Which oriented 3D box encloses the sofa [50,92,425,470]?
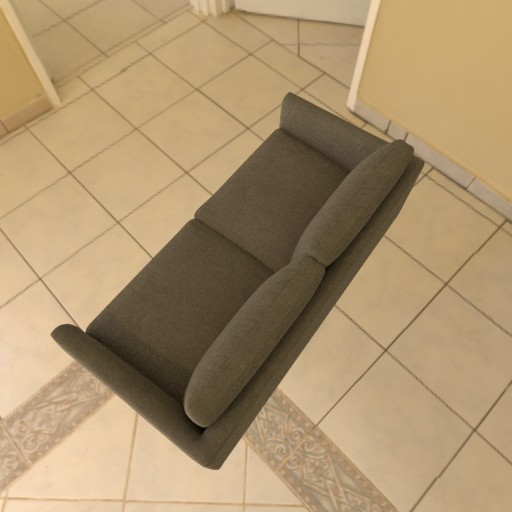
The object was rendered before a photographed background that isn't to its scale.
[{"bbox_3d":[0.000,0.000,2.795,1.092,0.838,2.257,33,67,16],"label":"sofa"}]
